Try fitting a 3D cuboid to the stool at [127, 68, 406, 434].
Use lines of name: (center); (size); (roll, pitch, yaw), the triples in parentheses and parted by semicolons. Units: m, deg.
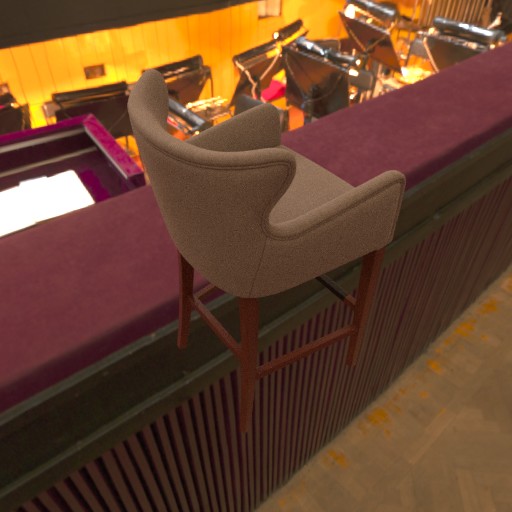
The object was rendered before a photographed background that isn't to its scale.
stool: (0.000, 0.000, 1.381); (0.575, 1.047, 0.575); (-26, 48, -26)
